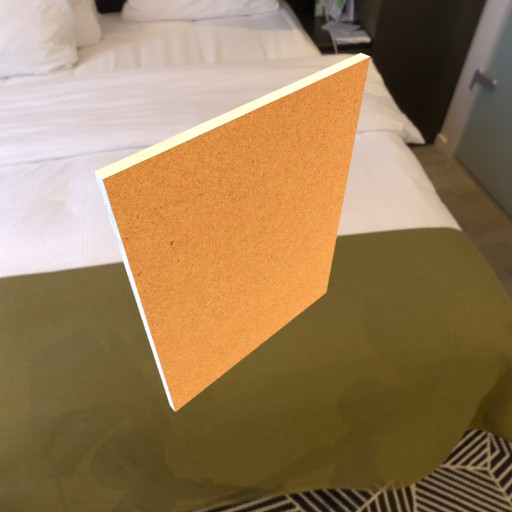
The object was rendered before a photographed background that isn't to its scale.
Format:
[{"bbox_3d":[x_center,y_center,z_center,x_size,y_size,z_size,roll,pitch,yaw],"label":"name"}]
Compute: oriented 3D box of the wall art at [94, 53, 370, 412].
[{"bbox_3d":[0.000,0.000,0.835,0.481,0.613,0.020,-34,55,-27],"label":"wall art"}]
